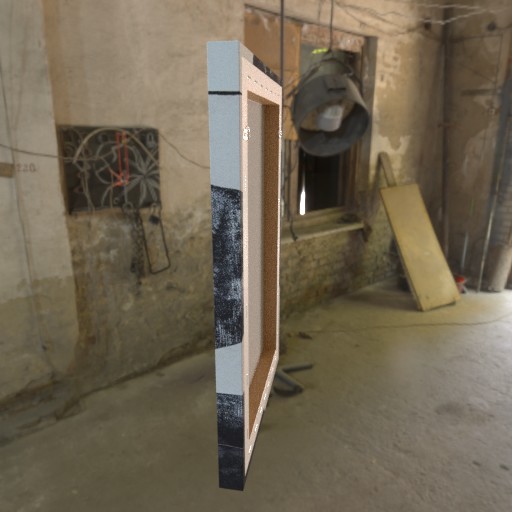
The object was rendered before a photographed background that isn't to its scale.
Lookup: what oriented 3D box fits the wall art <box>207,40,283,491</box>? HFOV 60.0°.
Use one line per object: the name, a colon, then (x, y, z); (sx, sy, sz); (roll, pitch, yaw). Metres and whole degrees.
wall art: (0.000, 0.000, 0.769); (0.039, 0.610, 0.407); (3, 16, 10)
